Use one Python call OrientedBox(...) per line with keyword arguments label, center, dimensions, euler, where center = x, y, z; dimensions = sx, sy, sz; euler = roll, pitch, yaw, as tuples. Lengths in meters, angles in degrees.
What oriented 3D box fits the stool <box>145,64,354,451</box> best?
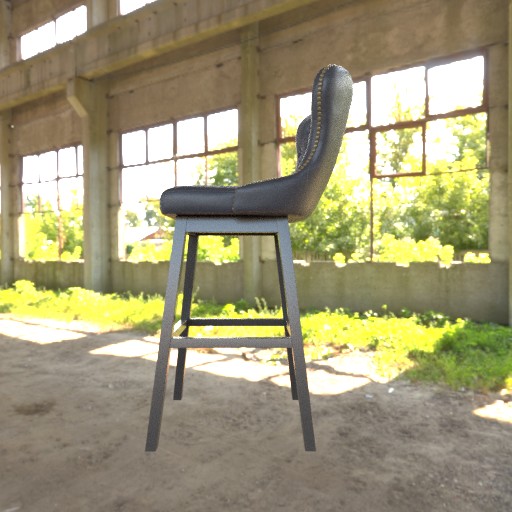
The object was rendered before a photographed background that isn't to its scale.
OrientedBox(label="stool", center=(0.000, 0.000, 1.411), dimensions=(0.601, 1.050, 0.528), euler=(0, 1, 0))
